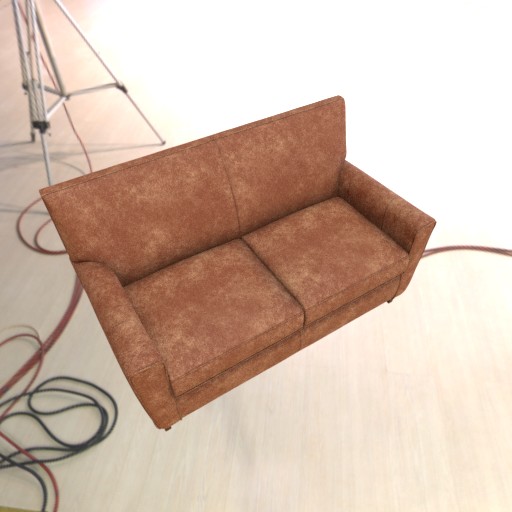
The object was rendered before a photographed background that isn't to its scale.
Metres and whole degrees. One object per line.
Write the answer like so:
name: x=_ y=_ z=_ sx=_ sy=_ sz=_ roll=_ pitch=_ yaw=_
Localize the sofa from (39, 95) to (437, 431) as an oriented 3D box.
sofa: x=0.000 y=0.000 z=2.038 sx=1.473 sy=0.871 sz=0.787 roll=-24 pitch=50 yaw=-22
